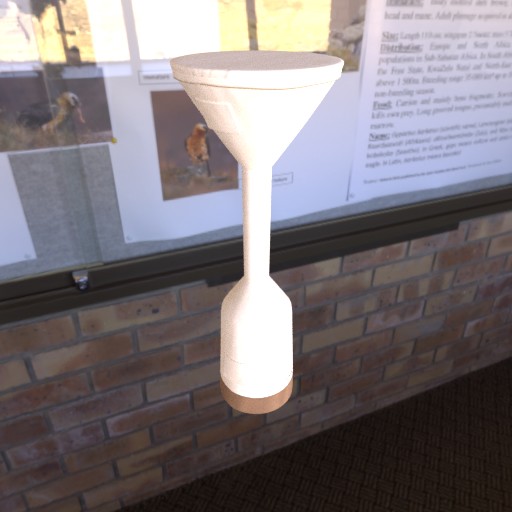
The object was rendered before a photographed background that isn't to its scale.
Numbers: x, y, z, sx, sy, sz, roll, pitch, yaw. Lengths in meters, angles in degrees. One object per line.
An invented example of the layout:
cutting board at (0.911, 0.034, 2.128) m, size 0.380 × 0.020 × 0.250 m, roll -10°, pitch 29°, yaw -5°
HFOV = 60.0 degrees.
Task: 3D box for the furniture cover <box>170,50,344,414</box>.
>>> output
furniture cover at (0.000, 0.000, 2.948) m, size 0.914 × 2.413 × 0.914 m, roll 19°, pitch 35°, yaw 30°
